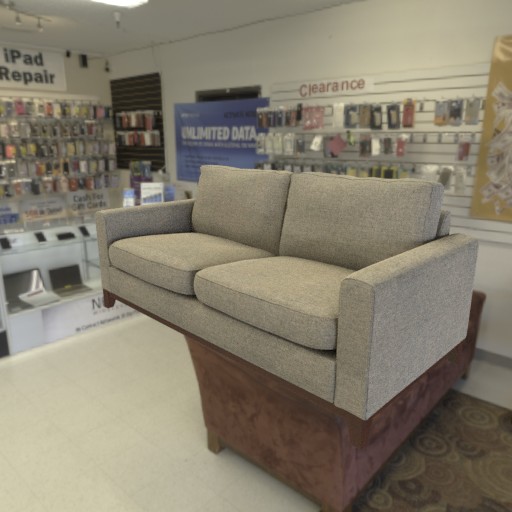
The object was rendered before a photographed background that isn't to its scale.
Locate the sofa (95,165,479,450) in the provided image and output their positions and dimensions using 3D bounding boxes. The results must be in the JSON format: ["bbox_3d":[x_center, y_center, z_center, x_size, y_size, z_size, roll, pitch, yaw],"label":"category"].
[{"bbox_3d":[0.000,0.000,2.428,1.978,0.892,0.969,15,21,43],"label":"sofa"}]
